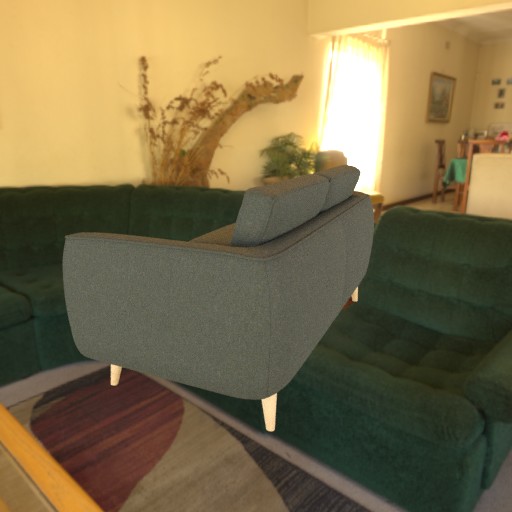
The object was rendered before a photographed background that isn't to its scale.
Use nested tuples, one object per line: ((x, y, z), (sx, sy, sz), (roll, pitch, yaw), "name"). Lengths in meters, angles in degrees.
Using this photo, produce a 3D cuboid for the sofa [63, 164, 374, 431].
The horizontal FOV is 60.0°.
((0.000, 0.000, 2.240), (0.920, 0.850, 1.700), (7, 17, 24), "sofa")
